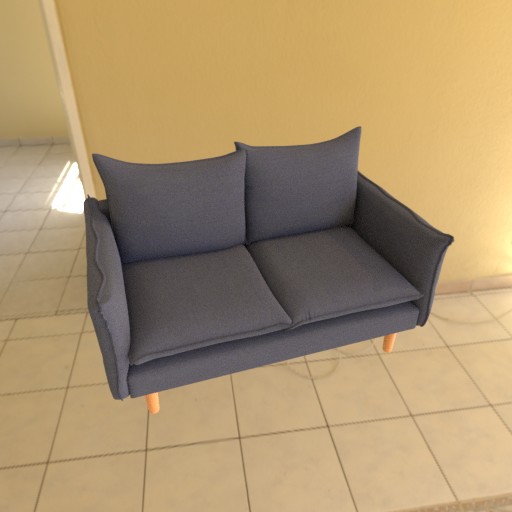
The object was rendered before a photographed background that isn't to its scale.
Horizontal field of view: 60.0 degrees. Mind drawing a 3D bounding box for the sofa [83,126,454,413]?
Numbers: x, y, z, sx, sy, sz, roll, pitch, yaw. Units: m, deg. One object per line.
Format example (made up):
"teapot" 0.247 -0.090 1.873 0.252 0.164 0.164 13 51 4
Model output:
"sofa" 0.000 0.000 1.839 1.300 0.840 0.820 -10 34 -15
